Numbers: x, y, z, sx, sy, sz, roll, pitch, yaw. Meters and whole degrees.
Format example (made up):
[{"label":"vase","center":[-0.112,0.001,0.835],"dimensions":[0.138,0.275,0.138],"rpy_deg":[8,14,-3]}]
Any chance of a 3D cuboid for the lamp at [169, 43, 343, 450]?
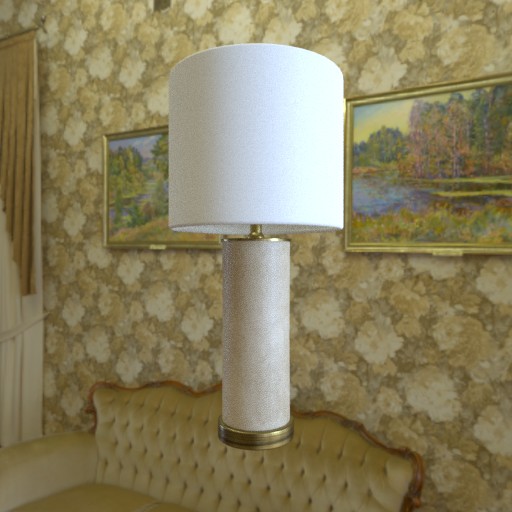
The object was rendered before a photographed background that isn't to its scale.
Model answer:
[{"label":"lamp","center":[0.000,0.000,0.789],"dimensions":[0.305,0.634,0.305],"rpy_deg":[0,0,-18]}]
